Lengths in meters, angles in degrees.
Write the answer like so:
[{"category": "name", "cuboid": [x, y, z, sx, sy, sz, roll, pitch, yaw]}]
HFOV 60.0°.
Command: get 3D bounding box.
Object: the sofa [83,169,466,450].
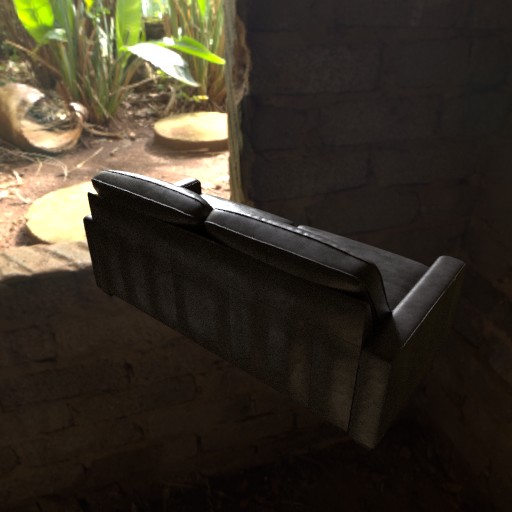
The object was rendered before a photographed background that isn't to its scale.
[{"category": "sofa", "cuboid": [0.000, 0.000, 2.582, 2.081, 0.916, 0.939, 22, 36, 33]}]
